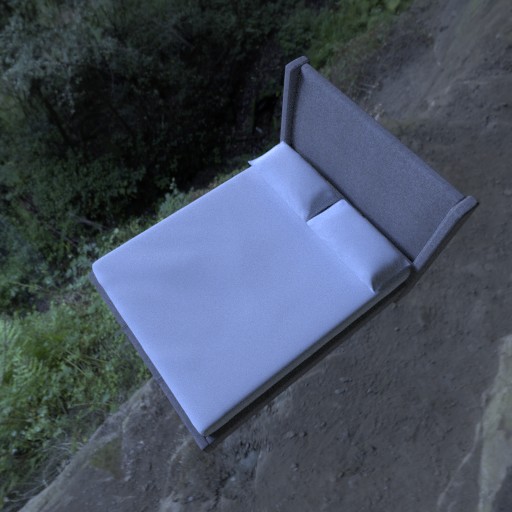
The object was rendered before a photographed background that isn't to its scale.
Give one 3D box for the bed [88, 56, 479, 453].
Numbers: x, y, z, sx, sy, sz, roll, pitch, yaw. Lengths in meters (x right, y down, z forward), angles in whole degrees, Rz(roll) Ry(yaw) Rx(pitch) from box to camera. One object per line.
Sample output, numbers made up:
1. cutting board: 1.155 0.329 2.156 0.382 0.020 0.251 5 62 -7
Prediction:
1. bed: 0.000 0.000 3.414 2.245 1.476 1.714 -34 68 -16
